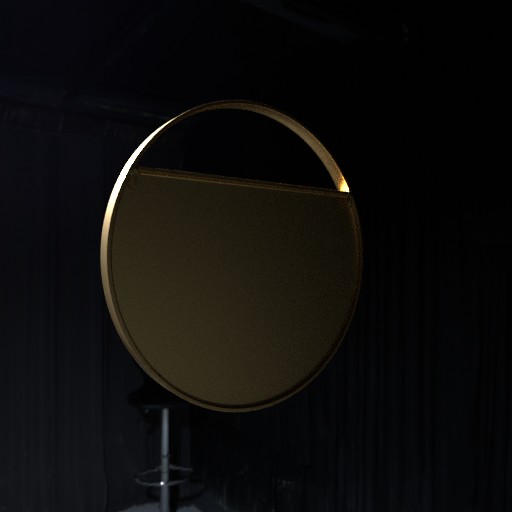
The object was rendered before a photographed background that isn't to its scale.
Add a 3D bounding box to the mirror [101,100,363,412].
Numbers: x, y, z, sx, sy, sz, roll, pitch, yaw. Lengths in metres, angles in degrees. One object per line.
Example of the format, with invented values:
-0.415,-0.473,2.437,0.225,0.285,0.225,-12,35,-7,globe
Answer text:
0.000,0.000,0.832,0.565,0.565,0.032,0,0,-36,mirror
